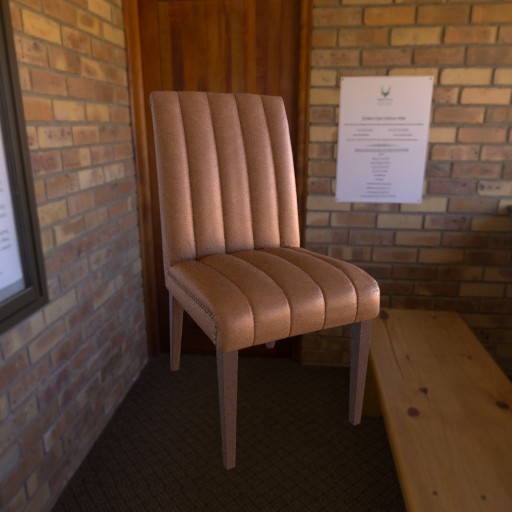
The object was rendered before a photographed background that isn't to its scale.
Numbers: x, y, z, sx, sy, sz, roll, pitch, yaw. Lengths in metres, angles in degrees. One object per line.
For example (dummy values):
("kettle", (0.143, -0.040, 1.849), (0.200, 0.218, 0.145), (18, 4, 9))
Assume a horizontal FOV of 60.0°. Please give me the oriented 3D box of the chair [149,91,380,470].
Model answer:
("chair", (0.000, 0.000, 1.410), (0.511, 1.016, 0.647), (-8, 18, -25))
